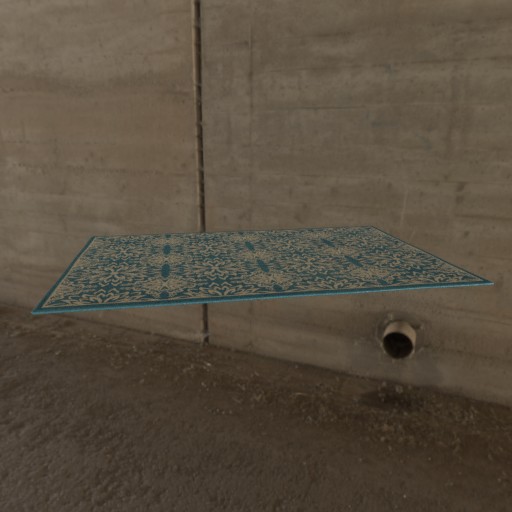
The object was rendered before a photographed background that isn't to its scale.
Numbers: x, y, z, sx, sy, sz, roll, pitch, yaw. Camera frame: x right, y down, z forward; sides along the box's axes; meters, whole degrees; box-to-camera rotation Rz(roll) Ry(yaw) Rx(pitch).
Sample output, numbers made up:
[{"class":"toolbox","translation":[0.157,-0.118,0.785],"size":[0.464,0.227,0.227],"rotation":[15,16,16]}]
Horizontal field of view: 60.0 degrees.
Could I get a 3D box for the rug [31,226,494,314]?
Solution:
[{"class":"rug","translation":[0.000,0.000,2.295],"size":[1.833,0.012,1.211],"rotation":[-3,16,-10]}]
